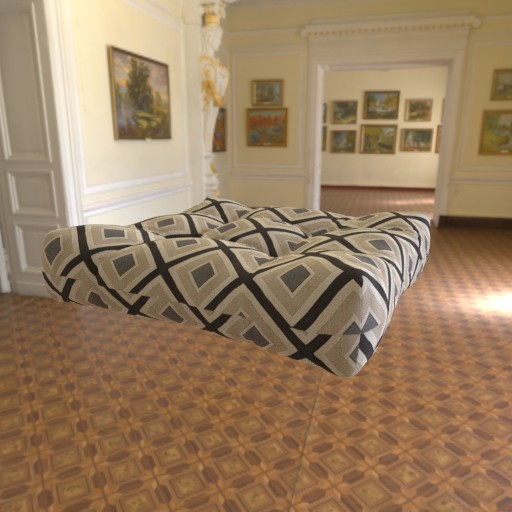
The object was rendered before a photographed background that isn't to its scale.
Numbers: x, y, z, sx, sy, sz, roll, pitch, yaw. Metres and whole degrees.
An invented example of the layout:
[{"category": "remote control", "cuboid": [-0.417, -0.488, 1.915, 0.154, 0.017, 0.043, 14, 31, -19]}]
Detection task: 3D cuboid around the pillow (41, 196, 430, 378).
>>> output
[{"category": "pillow", "cuboid": [0.000, 0.000, 0.728, 0.490, 0.128, 0.468, 8, 17, 27]}]
